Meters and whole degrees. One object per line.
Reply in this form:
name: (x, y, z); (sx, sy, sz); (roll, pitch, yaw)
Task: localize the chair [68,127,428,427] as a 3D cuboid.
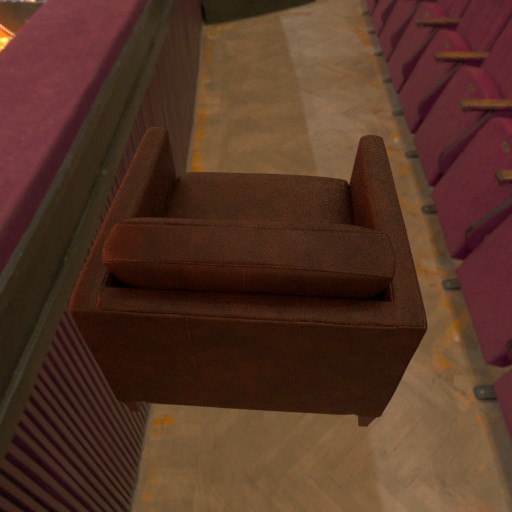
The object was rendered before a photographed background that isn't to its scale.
chair: (0.000, 0.000, 1.721); (0.990, 0.864, 0.975); (3, 47, 3)
